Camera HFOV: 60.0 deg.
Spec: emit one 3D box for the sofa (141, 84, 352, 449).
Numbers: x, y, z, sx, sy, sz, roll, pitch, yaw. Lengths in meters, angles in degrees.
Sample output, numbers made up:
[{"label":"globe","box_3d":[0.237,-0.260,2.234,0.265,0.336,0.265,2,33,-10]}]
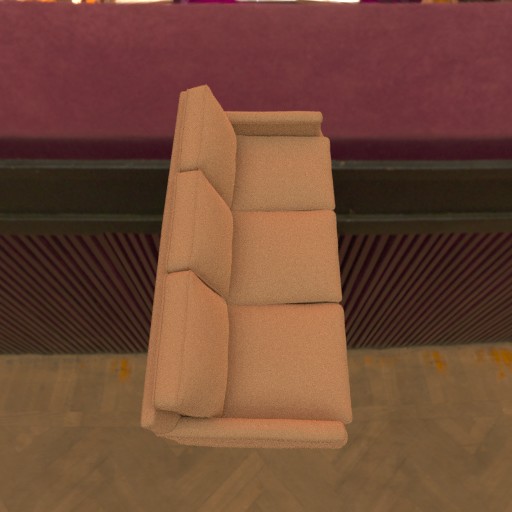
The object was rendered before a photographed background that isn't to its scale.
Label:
[{"label":"sofa","box_3d":[0.000,0.000,2.862,1.084,1.003,2.246,1,63,0]}]
